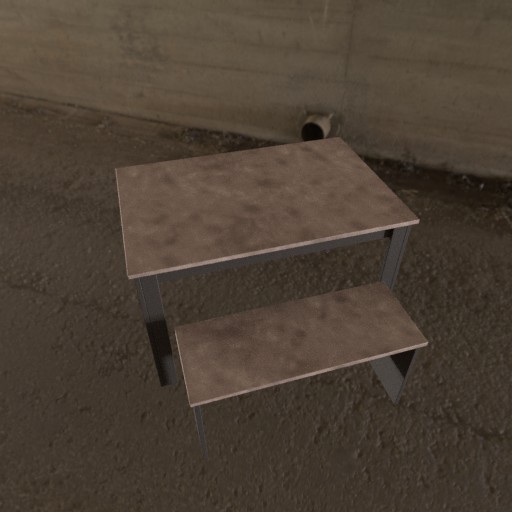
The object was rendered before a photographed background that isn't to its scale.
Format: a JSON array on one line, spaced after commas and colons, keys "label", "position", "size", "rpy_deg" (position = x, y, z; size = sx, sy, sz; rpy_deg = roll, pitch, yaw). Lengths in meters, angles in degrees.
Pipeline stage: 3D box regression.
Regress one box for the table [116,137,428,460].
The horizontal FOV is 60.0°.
[{"label": "table", "position": [0.000, 0.000, 2.075], "size": [1.100, 0.700, 1.443], "rpy_deg": [-11, 42, -12]}]
